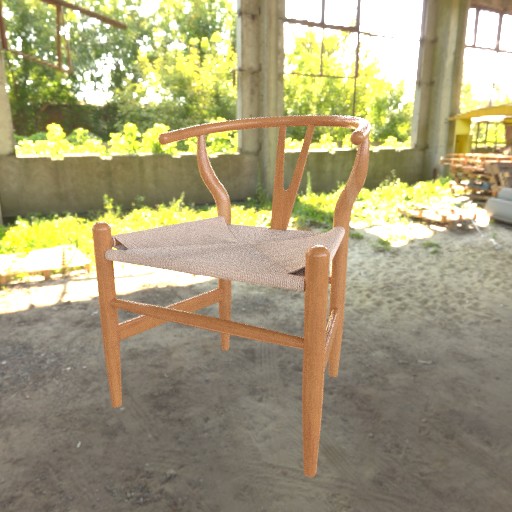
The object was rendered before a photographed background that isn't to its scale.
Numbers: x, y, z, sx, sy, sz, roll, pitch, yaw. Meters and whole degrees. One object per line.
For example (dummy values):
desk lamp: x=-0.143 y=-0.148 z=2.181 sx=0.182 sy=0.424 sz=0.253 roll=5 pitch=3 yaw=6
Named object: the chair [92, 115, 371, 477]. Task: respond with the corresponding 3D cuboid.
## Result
chair: x=0.000 y=0.000 z=1.161 sx=0.569 sy=0.730 sz=0.579 roll=7 pitch=16 yaw=26
